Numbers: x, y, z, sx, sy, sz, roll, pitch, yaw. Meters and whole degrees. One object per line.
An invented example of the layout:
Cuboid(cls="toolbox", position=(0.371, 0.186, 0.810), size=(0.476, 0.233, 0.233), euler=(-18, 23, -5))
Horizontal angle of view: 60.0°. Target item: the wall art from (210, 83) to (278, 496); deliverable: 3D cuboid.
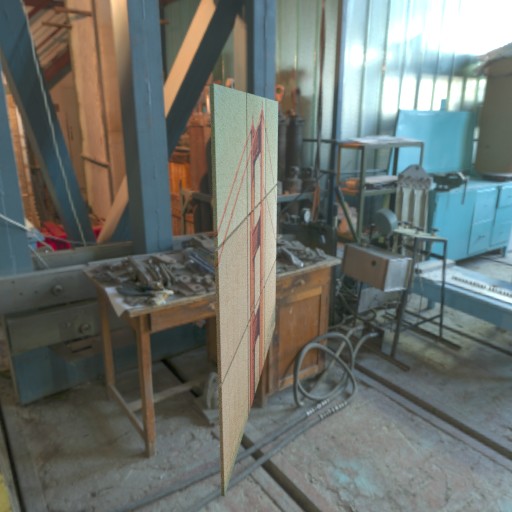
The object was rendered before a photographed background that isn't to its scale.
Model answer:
Cuboid(cls="wall art", position=(0.000, 0.000, 2.238), size=(0.013, 1.523, 1.517), euler=(3, 17, 9))
